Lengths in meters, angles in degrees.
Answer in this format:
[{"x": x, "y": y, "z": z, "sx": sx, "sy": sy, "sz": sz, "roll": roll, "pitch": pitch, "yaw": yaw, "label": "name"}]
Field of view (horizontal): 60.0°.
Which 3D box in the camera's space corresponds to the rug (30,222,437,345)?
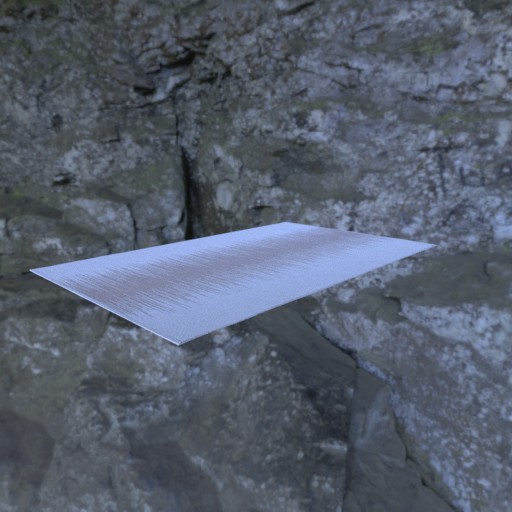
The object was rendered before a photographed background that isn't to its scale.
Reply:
[{"x": 0.000, "y": 0.000, "z": 3.066, "sx": 1.522, "sy": 0.012, "sz": 2.440, "roll": 13, "pitch": 19, "yaw": 42, "label": "rug"}]
